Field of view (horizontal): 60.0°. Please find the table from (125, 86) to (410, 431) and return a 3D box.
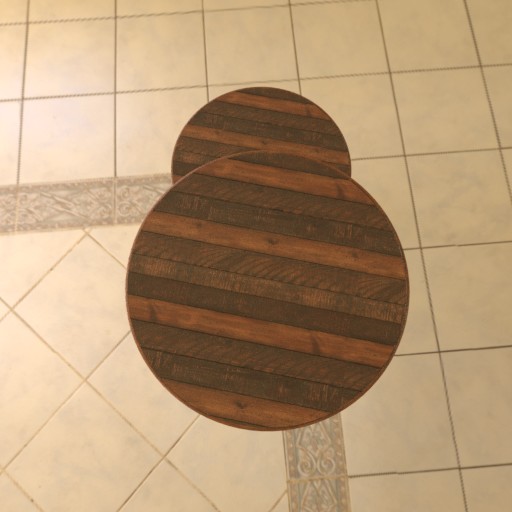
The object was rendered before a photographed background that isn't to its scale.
[{"bbox_3d":[0.000,0.000,1.631,0.870,0.516,1.152,-14,77,-3],"label":"table"}]
